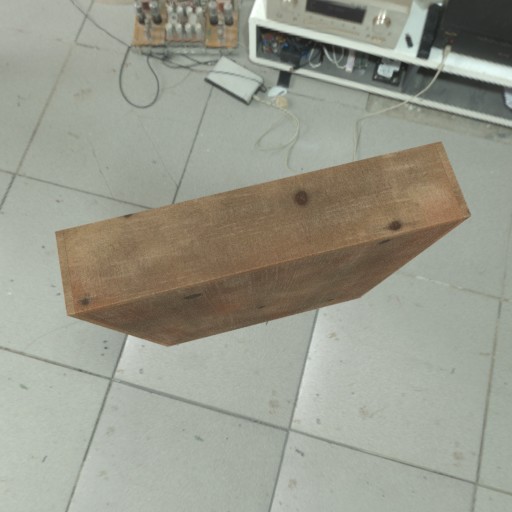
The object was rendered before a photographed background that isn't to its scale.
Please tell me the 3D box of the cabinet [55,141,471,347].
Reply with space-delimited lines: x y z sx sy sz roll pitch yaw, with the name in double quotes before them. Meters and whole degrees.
"cabinet" 0.000 0.000 0.825 0.489 0.590 0.184 -14 75 -4
